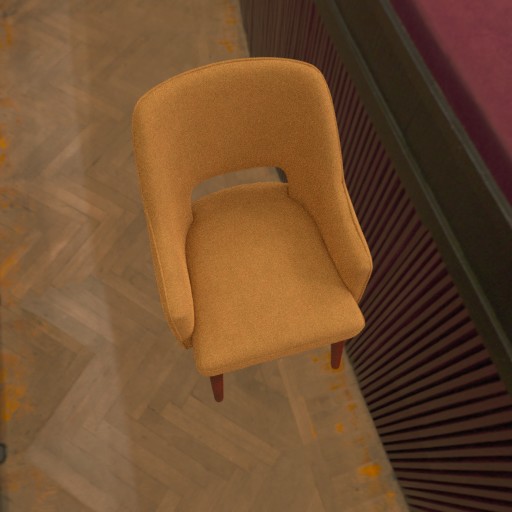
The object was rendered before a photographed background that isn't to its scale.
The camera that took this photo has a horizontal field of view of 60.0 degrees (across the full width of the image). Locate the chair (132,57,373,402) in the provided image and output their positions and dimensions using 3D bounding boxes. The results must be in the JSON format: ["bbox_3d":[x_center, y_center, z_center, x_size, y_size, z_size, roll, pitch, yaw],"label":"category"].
[{"bbox_3d":[0.000,0.000,1.253,0.548,0.849,0.605,-14,66,-6],"label":"chair"}]
